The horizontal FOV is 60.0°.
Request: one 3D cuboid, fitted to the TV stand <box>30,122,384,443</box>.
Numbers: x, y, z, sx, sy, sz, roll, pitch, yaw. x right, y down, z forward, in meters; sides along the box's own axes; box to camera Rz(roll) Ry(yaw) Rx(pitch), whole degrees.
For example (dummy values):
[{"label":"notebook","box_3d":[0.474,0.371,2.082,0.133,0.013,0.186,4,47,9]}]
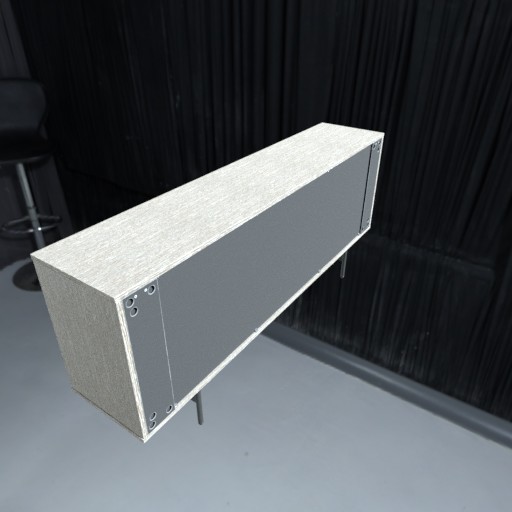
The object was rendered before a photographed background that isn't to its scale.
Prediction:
[{"label":"TV stand","box_3d":[0.000,0.000,2.043,0.405,0.787,1.804,20,37,30]}]
